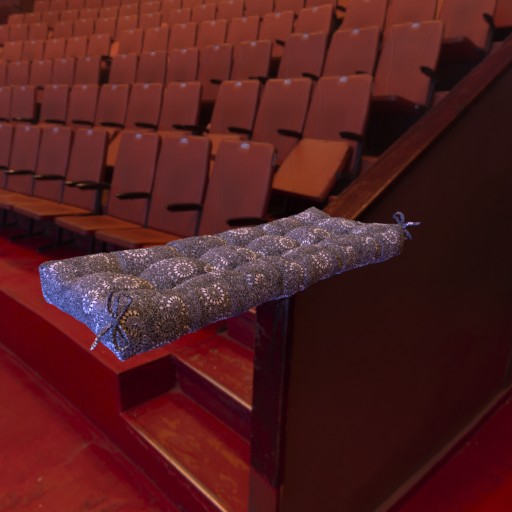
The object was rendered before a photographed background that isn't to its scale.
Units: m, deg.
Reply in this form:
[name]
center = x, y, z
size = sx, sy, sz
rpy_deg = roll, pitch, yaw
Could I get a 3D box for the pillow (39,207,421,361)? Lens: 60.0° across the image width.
[pillow]
center = 0.000, 0.000, 1.355
size = 1.194, 0.174, 0.511
rpy_deg = -16, 23, -41
